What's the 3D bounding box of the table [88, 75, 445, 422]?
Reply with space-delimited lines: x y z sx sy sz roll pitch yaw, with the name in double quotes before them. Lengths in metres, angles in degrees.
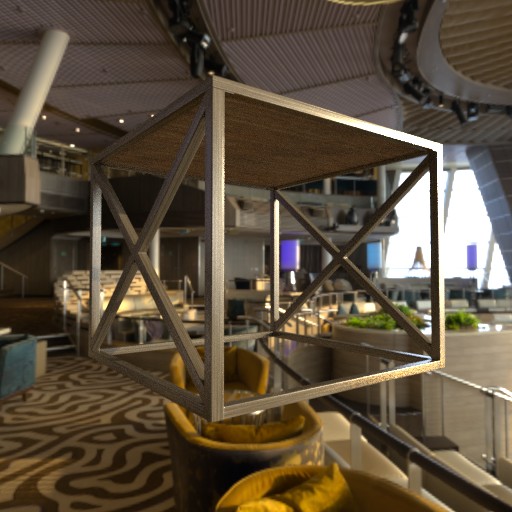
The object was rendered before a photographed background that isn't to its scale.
"table" 0.000 0.000 1.070 0.609 0.507 0.611 1 -2 -36
